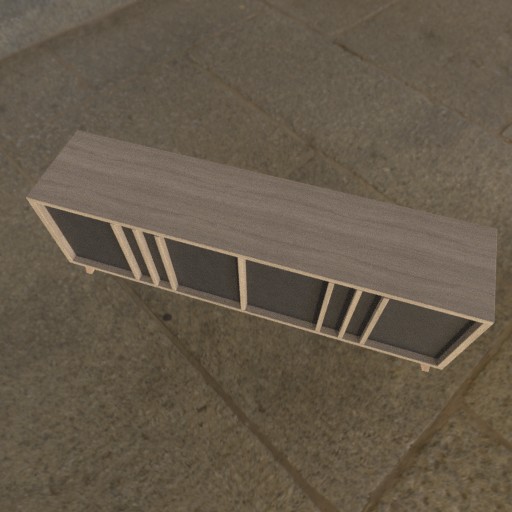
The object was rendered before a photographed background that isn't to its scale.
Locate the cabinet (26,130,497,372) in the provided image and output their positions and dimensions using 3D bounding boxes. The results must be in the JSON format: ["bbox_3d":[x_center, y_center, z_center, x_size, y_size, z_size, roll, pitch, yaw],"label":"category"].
[{"bbox_3d":[0.000,0.000,2.439,2.198,0.779,0.499,15,59,9],"label":"cabinet"}]
